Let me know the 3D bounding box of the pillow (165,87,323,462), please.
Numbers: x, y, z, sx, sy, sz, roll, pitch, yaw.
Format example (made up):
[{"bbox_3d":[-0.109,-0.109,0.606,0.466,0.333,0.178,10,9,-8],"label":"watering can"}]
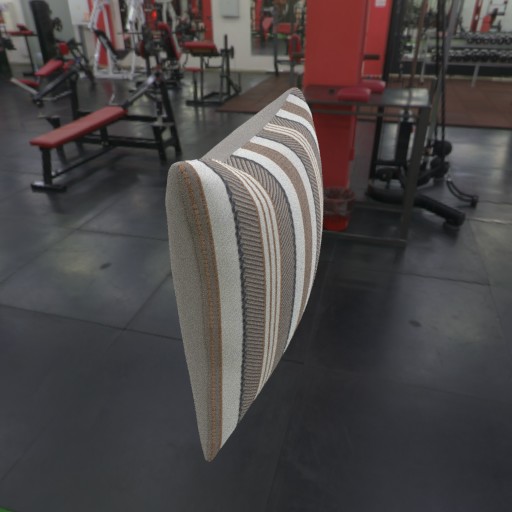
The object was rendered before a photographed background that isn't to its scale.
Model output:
[{"bbox_3d":[0.000,0.000,0.639,0.173,0.401,0.416,9,31,16],"label":"pillow"}]
